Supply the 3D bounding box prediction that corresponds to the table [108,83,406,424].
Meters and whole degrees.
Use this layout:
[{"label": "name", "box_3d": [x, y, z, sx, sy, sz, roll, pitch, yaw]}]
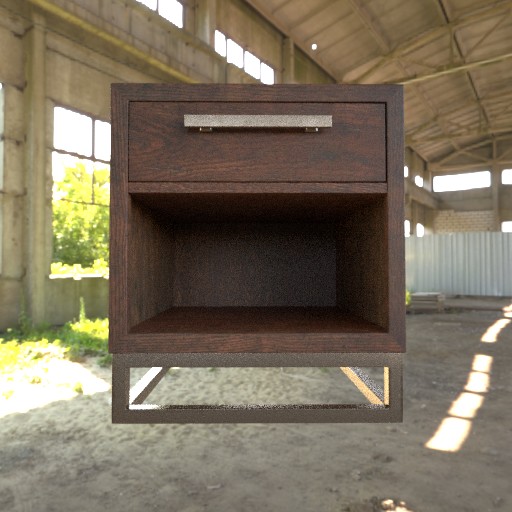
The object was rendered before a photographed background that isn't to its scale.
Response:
[{"label": "table", "box_3d": [0.000, 0.000, 1.012, 0.506, 0.582, 0.566, 0, -2, -1]}]
